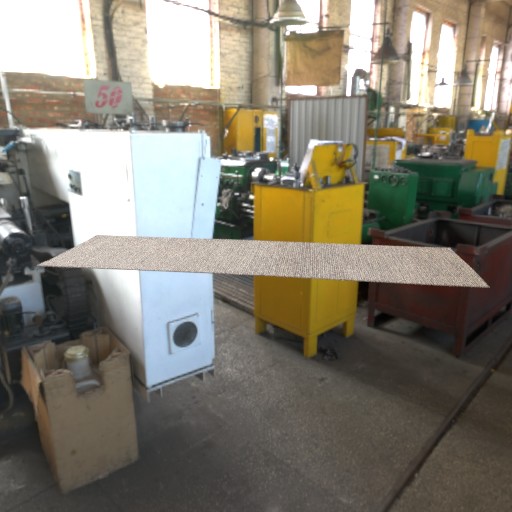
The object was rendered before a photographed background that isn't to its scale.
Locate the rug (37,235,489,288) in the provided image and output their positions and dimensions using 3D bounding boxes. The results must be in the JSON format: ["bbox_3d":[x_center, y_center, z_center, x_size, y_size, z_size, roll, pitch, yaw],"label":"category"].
[{"bbox_3d":[0.000,0.000,2.574,2.335,0.013,0.697,2,17,8],"label":"rug"}]
